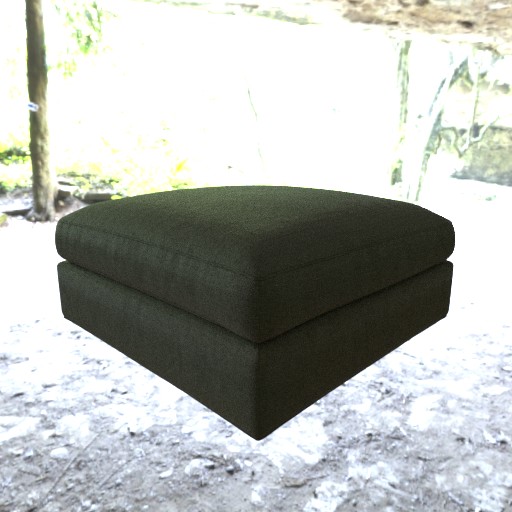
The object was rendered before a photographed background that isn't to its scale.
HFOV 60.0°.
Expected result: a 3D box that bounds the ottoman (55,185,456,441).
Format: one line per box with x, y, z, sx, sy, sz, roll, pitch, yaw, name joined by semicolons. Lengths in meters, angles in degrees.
0.000;0.000;1.585;1.041;0.470;1.041;14;20;43;ottoman
